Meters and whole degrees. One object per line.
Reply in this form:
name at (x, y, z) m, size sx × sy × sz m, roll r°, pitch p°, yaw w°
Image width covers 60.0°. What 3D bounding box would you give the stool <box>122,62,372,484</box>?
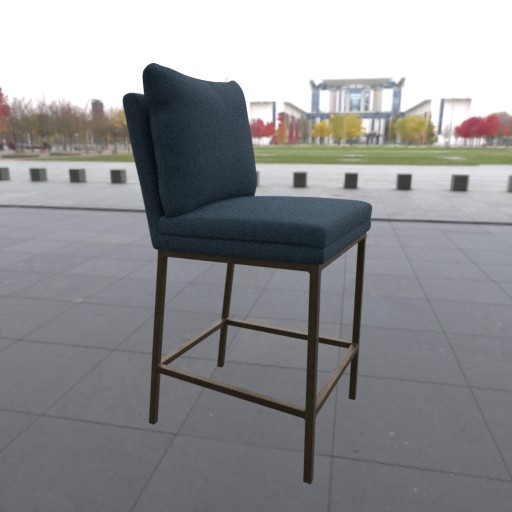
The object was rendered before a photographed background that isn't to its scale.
stool at (0.000, 0.000, 1.305) m, size 0.568 × 1.032 × 0.463 m, roll 7°, pitch 16°, yaw 26°
